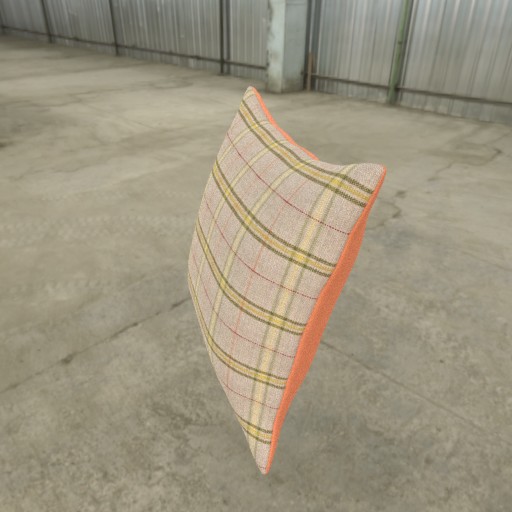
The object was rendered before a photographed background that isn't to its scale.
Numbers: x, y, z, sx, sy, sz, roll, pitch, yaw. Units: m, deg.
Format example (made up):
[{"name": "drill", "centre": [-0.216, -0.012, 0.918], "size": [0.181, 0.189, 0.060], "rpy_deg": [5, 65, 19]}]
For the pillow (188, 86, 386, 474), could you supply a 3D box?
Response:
[{"name": "pillow", "centre": [0.000, 0.000, 0.695], "size": [0.200, 0.430, 0.453], "rpy_deg": [-9, 32, -14]}]
